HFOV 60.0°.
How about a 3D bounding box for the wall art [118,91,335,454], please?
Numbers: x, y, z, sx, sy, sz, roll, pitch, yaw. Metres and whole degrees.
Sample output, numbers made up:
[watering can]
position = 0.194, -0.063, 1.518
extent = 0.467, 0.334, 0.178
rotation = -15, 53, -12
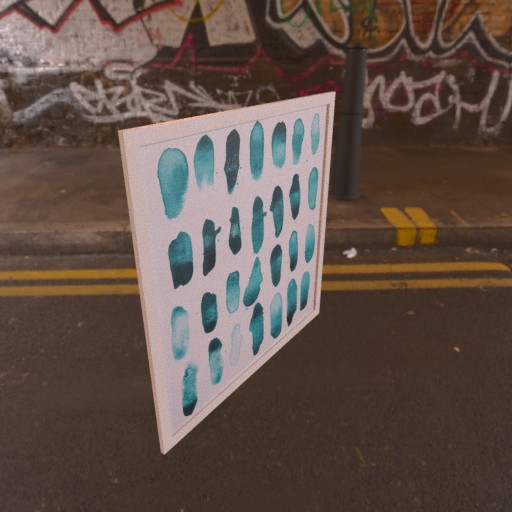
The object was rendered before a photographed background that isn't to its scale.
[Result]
[wall art]
position = 0.000, 0.000, 1.257
extent = 0.013, 0.813, 0.812
rotation = 18, 31, 32
